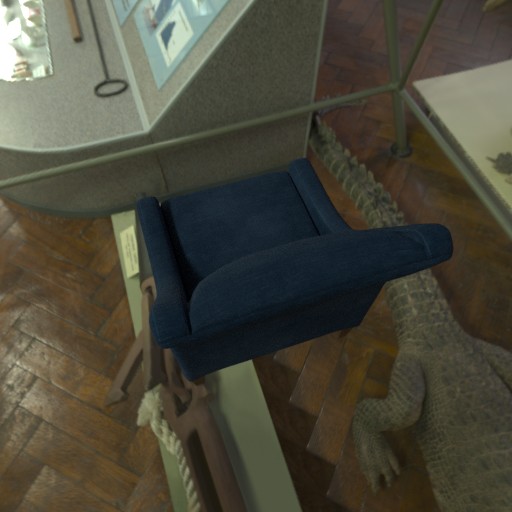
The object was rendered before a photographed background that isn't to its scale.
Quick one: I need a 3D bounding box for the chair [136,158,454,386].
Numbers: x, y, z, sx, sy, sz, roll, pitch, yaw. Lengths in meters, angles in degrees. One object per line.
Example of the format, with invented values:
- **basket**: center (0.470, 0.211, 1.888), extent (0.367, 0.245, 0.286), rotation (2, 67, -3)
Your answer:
- **chair**: center (0.000, 0.000, 1.638), extent (0.774, 1.014, 0.870), rotation (-16, 59, -10)
